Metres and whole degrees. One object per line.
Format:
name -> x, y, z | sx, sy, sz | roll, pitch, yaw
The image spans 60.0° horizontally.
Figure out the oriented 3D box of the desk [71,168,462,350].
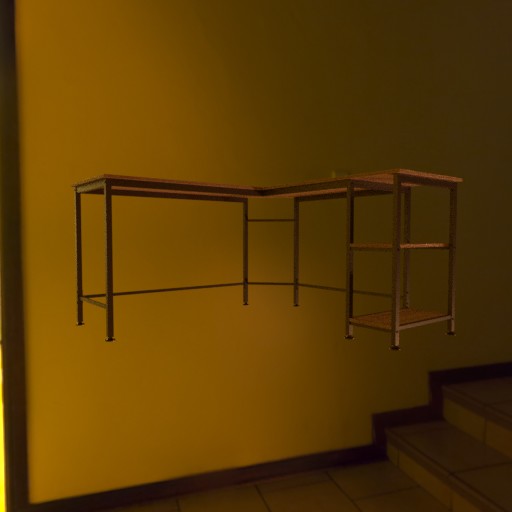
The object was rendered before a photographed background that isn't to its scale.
desk -> 0.000, 0.000, 2.215 | 1.379, 0.739, 1.379 | -2, 3, -38
